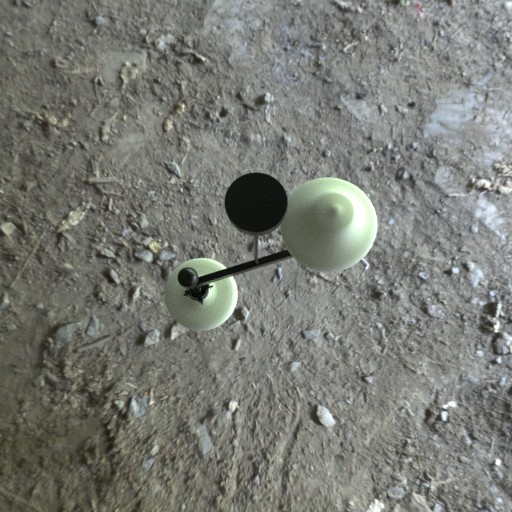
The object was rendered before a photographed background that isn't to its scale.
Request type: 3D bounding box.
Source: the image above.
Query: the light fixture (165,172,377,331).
[{"bbox_3d":[0.000,0.000,1.077,0.422,0.743,0.489,34,79,8],"label":"light fixture"}]
